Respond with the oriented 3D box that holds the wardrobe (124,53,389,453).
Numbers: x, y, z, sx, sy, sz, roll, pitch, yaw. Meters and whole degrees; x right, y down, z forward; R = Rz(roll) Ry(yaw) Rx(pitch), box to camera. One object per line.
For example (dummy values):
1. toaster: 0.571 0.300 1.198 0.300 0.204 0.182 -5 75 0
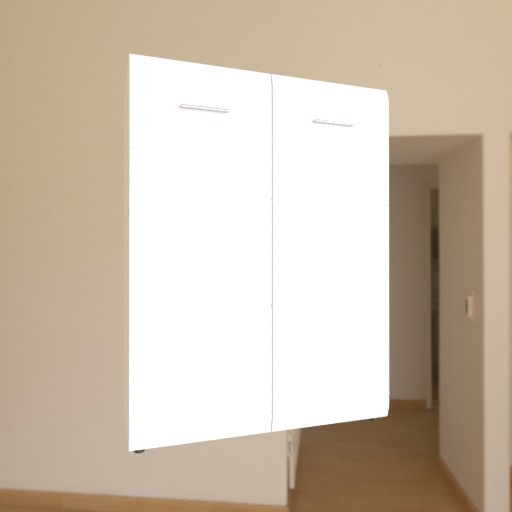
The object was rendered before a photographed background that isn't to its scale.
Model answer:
1. wardrobe: 0.000 0.000 1.602 0.900 1.200 0.360 0 0 -19
